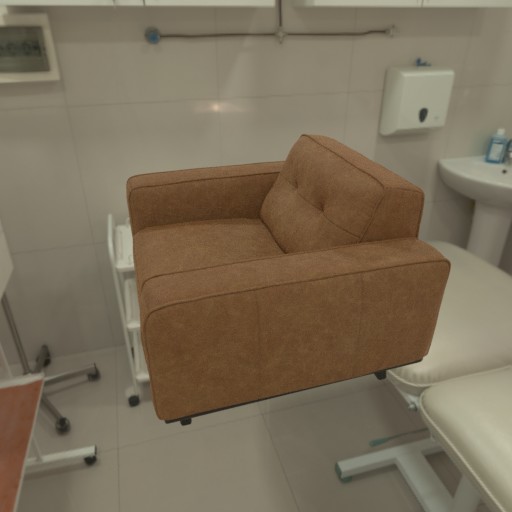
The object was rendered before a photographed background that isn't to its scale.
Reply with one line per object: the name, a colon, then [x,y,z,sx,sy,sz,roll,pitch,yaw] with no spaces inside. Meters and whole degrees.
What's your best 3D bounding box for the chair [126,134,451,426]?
chair: [0.000,0.000,1.767,0.952,0.782,1.118,-8,30,-14]
